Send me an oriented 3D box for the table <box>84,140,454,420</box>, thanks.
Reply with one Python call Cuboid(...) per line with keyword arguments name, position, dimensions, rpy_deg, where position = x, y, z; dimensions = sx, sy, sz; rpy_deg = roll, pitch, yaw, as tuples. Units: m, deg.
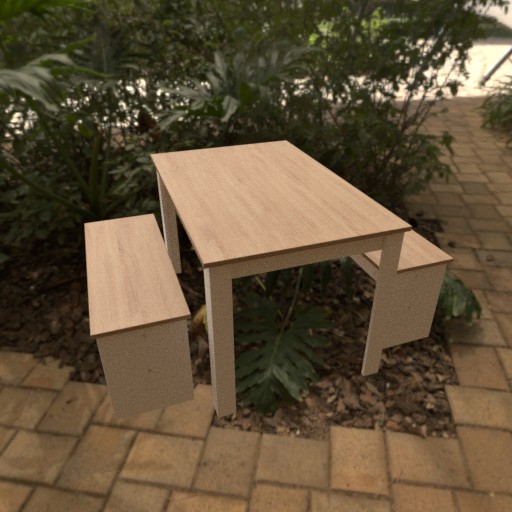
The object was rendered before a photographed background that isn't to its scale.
Cuboid(name="table", position=(0.000, 0.000, 2.031), dimensions=(1.443, 0.700, 1.100), rpy_deg=(-10, 32, -17))
